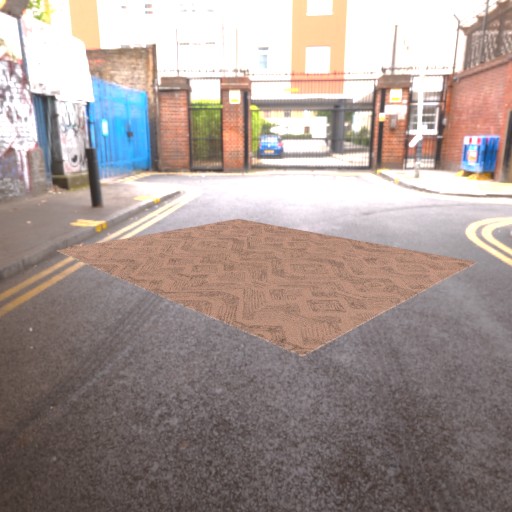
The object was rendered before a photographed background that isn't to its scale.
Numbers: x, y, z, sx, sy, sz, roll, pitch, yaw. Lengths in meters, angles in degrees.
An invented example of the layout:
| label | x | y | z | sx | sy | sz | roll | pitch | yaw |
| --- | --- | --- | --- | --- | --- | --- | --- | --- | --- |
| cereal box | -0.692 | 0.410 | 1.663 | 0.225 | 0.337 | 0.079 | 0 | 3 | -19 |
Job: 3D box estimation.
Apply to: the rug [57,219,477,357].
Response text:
| label | x | y | z | sx | sy | sz | roll | pitch | yaw |
| --- | --- | --- | --- | --- | --- | --- | --- | --- | --- |
| rug | 0.000 | 0.000 | 4.076 | 3.054 | 0.030 | 2.430 | 14 | 21 | 43 |
